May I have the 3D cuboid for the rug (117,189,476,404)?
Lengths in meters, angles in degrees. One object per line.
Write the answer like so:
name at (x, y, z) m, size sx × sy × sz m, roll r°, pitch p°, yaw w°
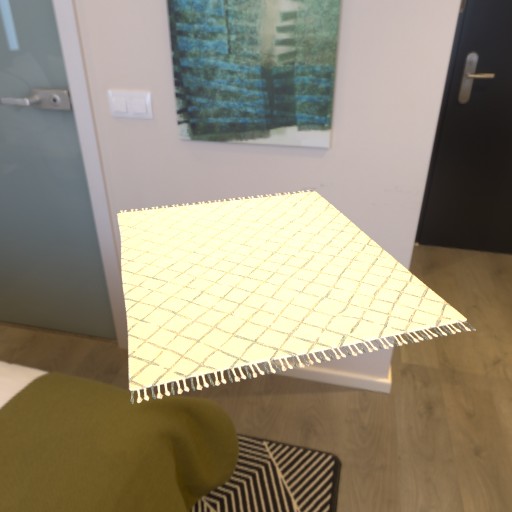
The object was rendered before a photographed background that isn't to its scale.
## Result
rug at (0.000, 0.000, 4.918) m, size 2.892 × 0.036 × 3.585 m, roll -8°, pitch 30°, yaw -15°
